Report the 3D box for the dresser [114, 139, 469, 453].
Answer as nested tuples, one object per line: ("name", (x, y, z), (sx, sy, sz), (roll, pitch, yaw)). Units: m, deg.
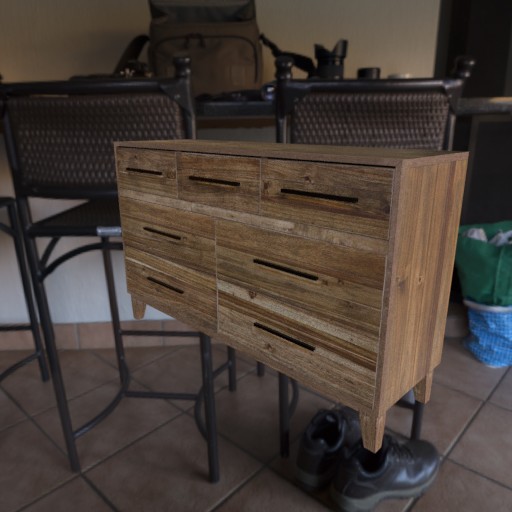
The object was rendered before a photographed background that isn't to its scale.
("dresser", (0.000, 0.000, 1.806), (1.400, 0.873, 0.446), (16, 23, 42))
